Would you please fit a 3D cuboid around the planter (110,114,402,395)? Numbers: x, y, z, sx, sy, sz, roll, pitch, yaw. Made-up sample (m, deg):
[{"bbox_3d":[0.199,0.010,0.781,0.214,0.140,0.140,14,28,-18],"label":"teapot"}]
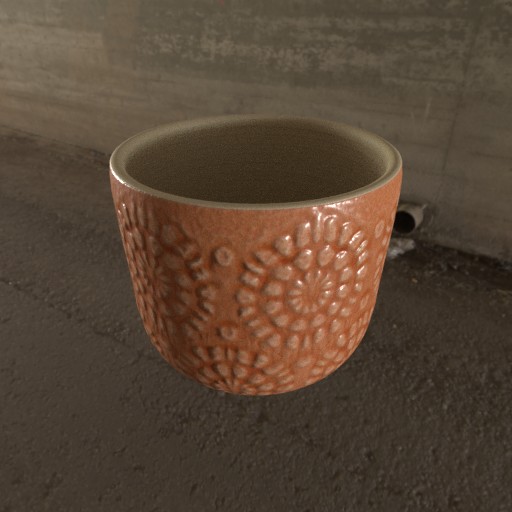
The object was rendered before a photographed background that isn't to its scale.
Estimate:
[{"bbox_3d":[0.000,0.000,0.220,0.124,0.109,0.124,0,31,0],"label":"planter"}]
